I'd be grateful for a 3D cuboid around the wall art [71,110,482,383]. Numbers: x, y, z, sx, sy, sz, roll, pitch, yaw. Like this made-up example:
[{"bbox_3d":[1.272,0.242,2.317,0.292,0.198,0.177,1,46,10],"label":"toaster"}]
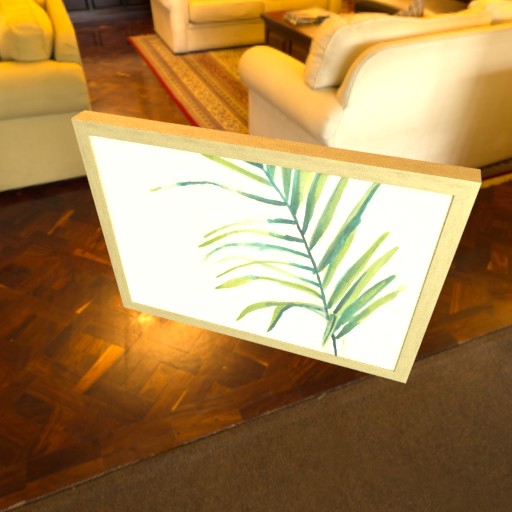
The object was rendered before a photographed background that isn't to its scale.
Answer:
[{"bbox_3d":[0.000,0.000,0.685,0.532,0.380,0.032,12,42,14],"label":"wall art"}]
